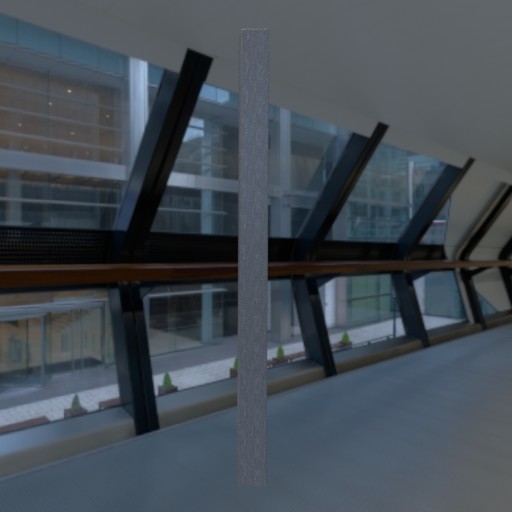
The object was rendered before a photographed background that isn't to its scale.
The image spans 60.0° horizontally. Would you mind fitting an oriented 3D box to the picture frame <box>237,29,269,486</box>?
[{"bbox_3d":[0.000,0.000,0.530,0.027,0.378,0.327,0,1,1],"label":"picture frame"}]
